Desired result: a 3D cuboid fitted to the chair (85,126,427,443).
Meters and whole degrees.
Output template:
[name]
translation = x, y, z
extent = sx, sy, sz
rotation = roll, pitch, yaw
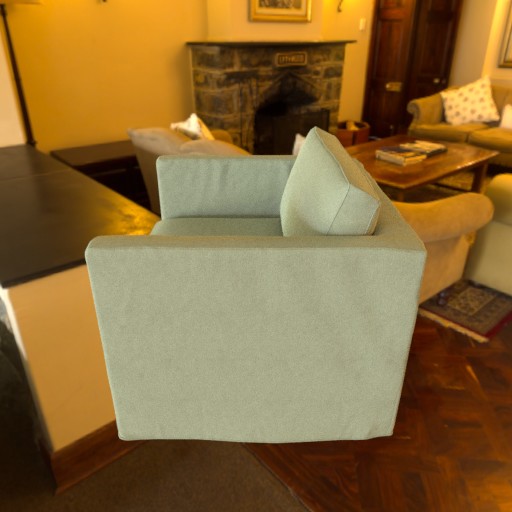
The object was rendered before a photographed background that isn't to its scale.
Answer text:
[chair]
translation = 0.000, 0.000, 1.745
extent = 0.949, 0.863, 1.057
rotation = 0, 26, 0
